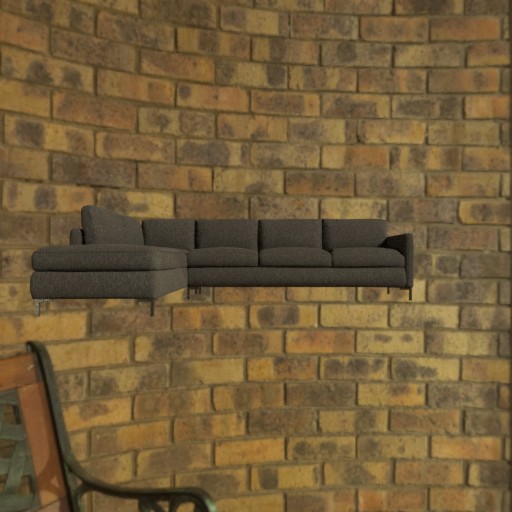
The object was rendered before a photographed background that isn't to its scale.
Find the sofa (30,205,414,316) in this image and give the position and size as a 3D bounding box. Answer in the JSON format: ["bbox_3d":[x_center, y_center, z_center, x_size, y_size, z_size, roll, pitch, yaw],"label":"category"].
[{"bbox_3d":[0.000,0.000,3.858,2.949,0.815,2.007,0,-1,0],"label":"sofa"}]
